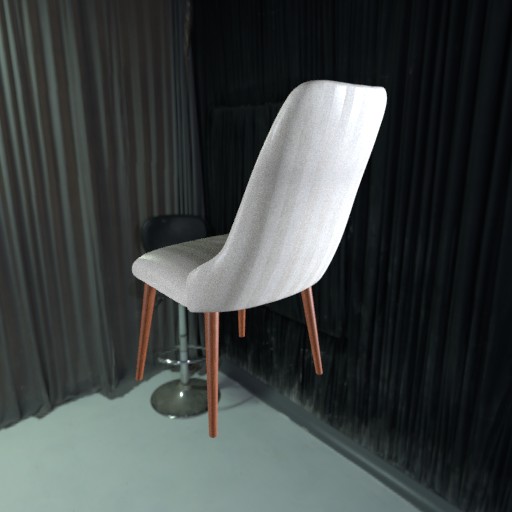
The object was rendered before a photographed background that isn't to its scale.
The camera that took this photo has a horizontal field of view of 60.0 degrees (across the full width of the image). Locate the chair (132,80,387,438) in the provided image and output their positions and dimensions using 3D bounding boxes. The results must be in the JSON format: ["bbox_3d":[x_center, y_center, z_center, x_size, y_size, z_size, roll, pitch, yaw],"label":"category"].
[{"bbox_3d":[0.000,0.000,1.320,0.526,0.917,0.684,-15,22,-42],"label":"chair"}]
